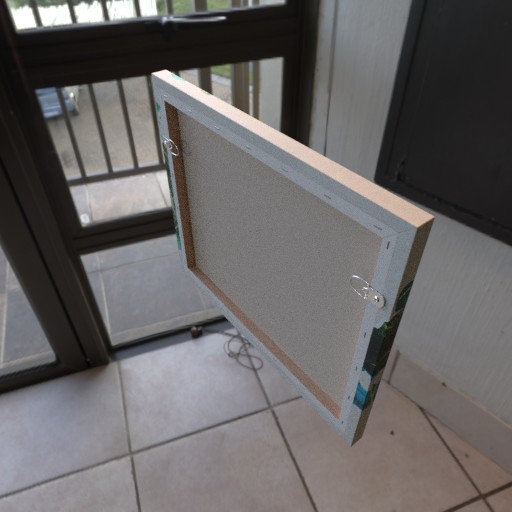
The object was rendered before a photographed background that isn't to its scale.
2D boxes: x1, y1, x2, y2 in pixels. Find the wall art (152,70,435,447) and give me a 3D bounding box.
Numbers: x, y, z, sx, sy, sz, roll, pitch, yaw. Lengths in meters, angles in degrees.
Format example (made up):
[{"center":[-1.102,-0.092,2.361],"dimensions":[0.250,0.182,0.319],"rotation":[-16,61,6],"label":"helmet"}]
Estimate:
[{"center":[0.000,0.000,0.986],"dimensions":[0.043,0.610,0.711],"rotation":[-28,48,-28],"label":"wall art"}]
